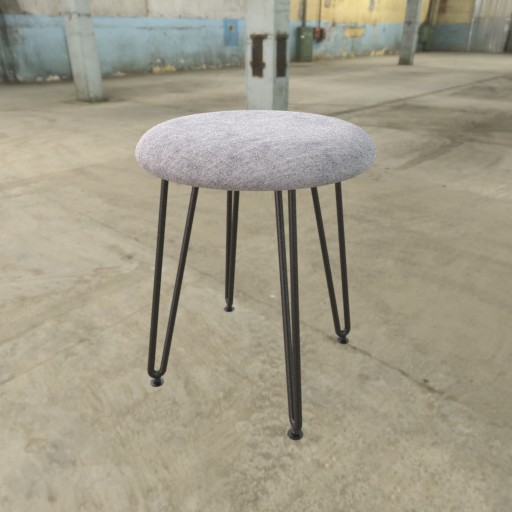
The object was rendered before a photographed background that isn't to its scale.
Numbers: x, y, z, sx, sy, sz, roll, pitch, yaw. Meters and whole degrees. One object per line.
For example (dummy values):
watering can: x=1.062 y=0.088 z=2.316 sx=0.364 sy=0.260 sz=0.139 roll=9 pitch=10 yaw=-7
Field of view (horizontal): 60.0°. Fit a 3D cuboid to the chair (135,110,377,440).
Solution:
chair: x=0.000 y=0.000 z=0.653 sx=0.350 sy=0.386 sz=0.350 roll=-9 pitch=28 yaw=-17
